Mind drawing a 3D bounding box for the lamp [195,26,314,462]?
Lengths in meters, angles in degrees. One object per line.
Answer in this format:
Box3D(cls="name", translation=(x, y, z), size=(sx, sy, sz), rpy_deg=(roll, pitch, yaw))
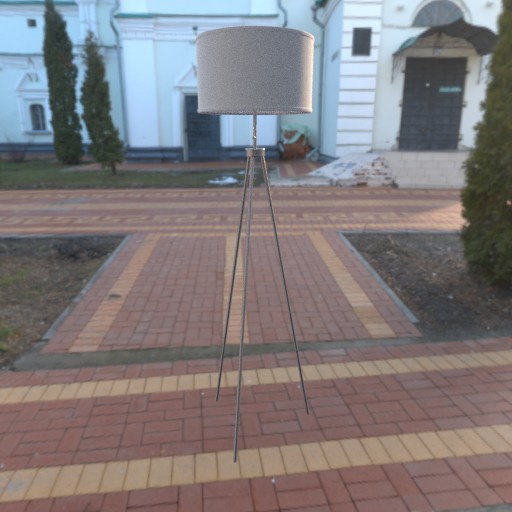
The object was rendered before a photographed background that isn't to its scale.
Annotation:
Box3D(cls="lamp", translation=(0.000, 0.000, 1.718), size=(0.448, 1.545, 0.458), rpy_deg=(3, 16, 9))
